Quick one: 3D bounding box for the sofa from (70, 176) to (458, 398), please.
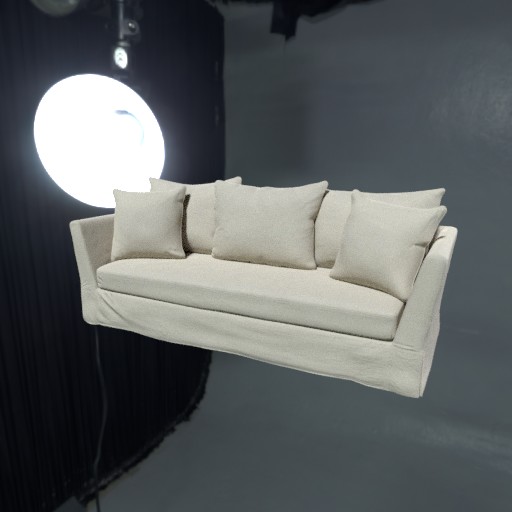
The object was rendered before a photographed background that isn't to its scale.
[{"bbox_3d":[0.000,0.000,3.092,2.499,1.047,1.046,7,15,26],"label":"sofa"}]
